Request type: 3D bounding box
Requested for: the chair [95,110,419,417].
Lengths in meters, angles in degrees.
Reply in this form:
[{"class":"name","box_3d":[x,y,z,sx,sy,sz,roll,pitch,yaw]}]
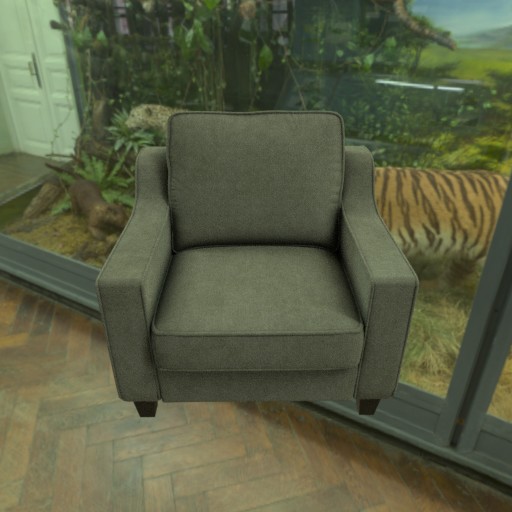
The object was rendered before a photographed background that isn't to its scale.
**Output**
[{"class":"chair","box_3d":[0.000,0.000,1.640,0.926,0.944,0.840,0,29,-1]}]
